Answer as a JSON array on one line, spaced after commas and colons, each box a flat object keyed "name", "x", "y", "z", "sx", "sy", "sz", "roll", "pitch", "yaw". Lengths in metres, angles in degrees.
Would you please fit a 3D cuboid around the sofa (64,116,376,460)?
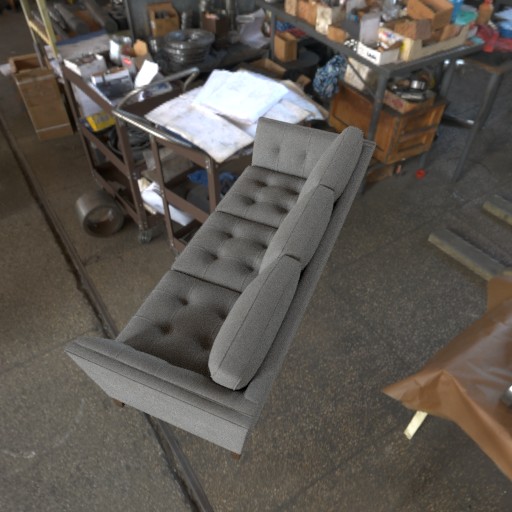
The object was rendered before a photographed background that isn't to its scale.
[{"name": "sofa", "x": 0.000, "y": 0.000, "z": 2.932, "sx": 0.965, "sy": 0.940, "sz": 2.387, "roll": 17, "pitch": 48, "yaw": 16}]
